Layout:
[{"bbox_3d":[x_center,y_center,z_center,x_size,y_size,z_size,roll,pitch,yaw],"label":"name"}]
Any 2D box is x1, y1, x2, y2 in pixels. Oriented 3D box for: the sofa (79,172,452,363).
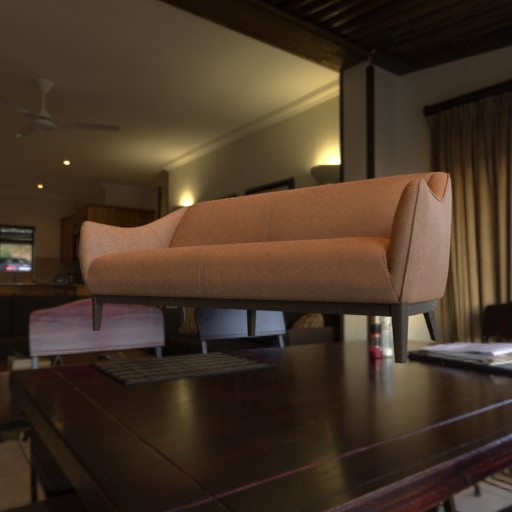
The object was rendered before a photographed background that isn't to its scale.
[{"bbox_3d":[0.000,0.000,2.341,1.928,0.830,0.869,-2,-4,35],"label":"sofa"}]
